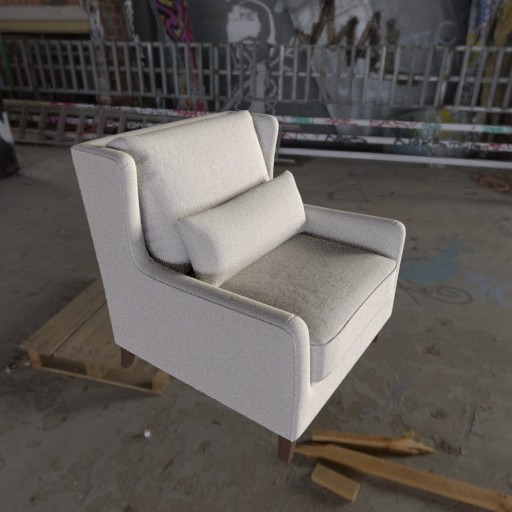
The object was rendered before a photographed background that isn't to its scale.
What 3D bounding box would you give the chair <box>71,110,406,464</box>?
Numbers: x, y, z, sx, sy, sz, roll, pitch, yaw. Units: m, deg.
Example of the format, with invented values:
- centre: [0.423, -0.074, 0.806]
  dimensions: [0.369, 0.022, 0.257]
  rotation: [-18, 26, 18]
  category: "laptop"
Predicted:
- centre: [0.000, 0.000, 1.906]
  dimensions: [1.040, 1.056, 0.982]
  rotation: [18, 32, 31]
  category: "chair"
